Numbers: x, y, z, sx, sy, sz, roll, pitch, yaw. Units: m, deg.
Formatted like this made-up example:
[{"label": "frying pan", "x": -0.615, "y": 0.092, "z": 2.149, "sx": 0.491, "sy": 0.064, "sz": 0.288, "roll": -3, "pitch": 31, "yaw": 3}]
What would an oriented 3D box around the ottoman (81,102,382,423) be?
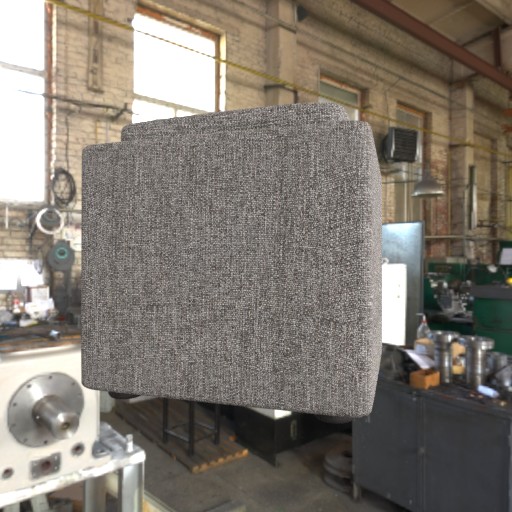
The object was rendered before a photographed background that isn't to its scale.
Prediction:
[{"label": "ottoman", "x": 0.000, "y": 0.000, "z": 0.842, "sx": 0.450, "sy": 0.460, "sz": 0.450, "roll": 0, "pitch": 0, "yaw": 18}]
